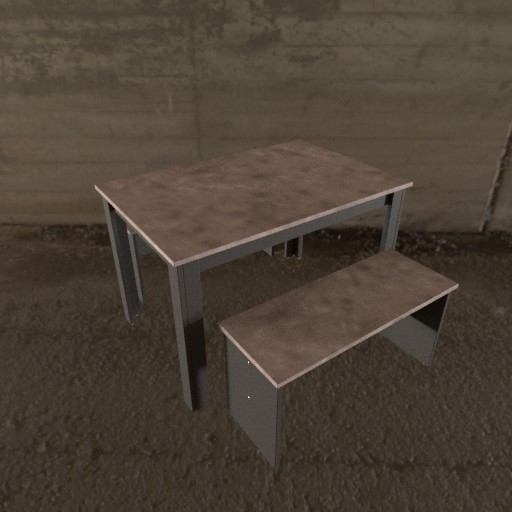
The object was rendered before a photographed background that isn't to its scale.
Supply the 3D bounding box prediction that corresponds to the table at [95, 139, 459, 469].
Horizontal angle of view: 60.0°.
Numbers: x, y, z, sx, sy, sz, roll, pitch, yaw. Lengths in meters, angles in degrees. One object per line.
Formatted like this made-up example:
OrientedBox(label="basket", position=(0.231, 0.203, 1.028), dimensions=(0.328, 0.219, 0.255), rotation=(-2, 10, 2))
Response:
OrientedBox(label="table", position=(0.000, 0.000, 2.014), dimensions=(1.100, 0.700, 1.443), rotation=(-20, 37, -29))
